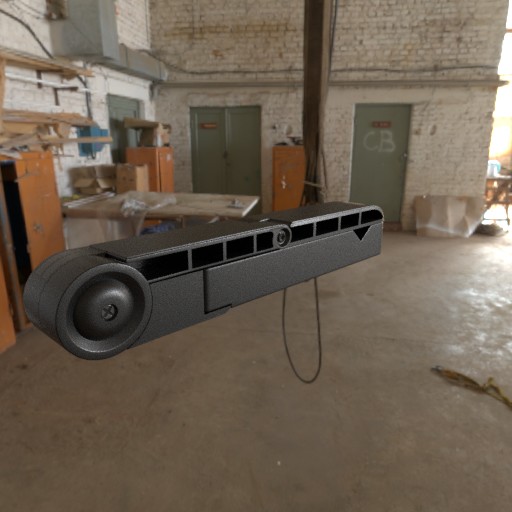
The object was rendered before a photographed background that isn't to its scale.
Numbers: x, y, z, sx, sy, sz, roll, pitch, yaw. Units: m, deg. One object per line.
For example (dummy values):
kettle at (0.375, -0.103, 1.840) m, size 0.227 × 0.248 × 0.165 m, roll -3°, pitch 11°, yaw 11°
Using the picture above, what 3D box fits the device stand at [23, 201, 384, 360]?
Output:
device stand at (0.000, 0.000, 0.189) m, size 0.026 × 0.030 × 0.179 m, roll 14°, pitch 21°, yaw 42°
